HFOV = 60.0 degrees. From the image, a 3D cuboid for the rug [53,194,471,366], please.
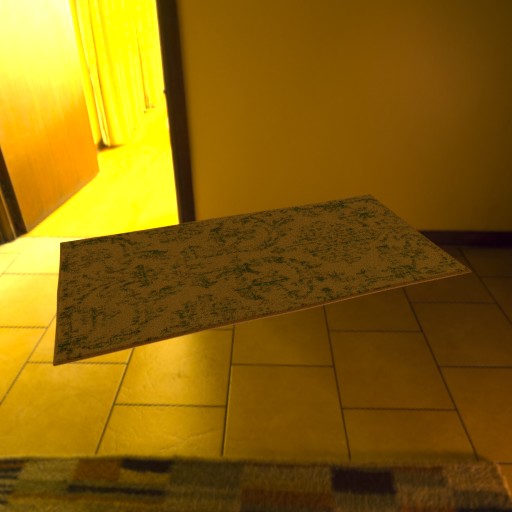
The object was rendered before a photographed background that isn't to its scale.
[{"bbox_3d":[0.000,0.000,1.451,1.220,0.007,0.605,-10,34,-16],"label":"rug"}]
